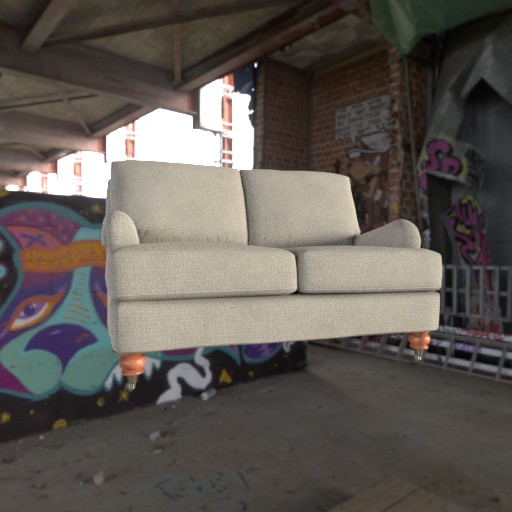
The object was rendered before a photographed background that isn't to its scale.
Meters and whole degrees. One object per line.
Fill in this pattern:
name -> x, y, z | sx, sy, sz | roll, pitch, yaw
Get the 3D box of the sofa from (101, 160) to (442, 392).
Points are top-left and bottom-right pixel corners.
sofa -> 0.000, 0.000, 2.247 | 1.480, 0.999, 1.087 | 0, 0, -20
